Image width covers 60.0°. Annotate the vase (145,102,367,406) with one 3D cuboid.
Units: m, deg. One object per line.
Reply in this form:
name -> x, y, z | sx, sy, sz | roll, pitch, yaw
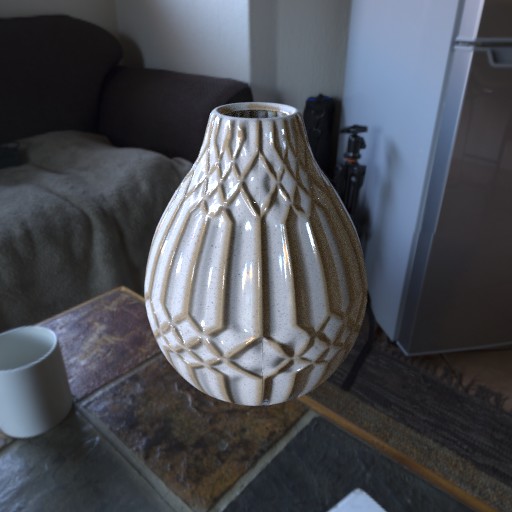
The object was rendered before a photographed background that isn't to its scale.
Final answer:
vase -> 0.000, 0.000, 0.313 | 0.159, 0.200, 0.159 | 0, 29, 0
